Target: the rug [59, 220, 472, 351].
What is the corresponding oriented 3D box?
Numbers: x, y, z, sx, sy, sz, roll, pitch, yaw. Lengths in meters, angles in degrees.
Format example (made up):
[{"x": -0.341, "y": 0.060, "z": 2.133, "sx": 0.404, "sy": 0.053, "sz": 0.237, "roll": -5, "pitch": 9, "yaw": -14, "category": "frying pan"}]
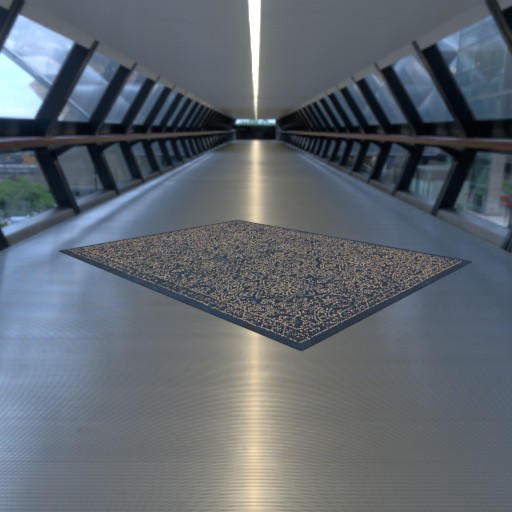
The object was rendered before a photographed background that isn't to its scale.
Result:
[{"x": 0.000, "y": 0.000, "z": 4.155, "sx": 3.048, "sy": 0.010, "sz": 2.438, "roll": 14, "pitch": 20, "yaw": 43, "category": "rug"}]
